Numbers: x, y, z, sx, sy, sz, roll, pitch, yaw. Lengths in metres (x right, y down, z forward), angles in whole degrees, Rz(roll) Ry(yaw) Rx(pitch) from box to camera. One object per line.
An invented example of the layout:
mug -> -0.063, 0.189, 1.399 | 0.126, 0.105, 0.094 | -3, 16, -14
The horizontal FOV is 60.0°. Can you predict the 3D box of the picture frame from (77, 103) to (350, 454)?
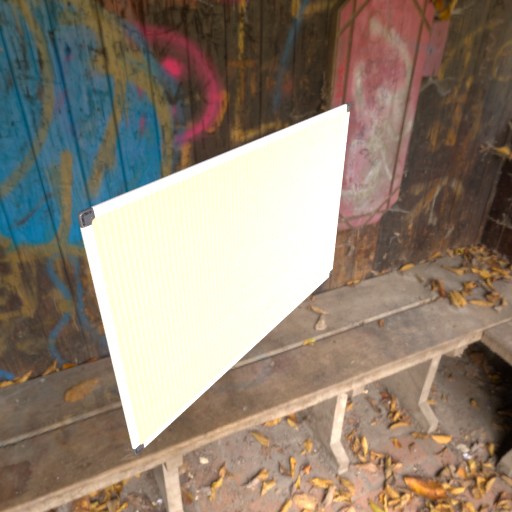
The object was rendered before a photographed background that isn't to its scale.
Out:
picture frame -> 0.000, 0.000, 1.134 | 0.010, 0.600, 0.900 | 22, 38, 31
